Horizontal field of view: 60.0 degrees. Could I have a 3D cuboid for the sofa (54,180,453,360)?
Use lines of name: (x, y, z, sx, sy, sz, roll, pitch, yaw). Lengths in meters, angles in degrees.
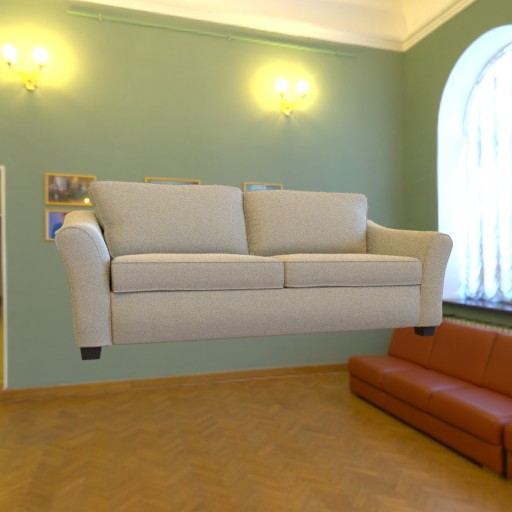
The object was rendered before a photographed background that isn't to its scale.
sofa: (0.000, 0.000, 2.771, 2.270, 0.965, 0.980, 0, 0, -18)
